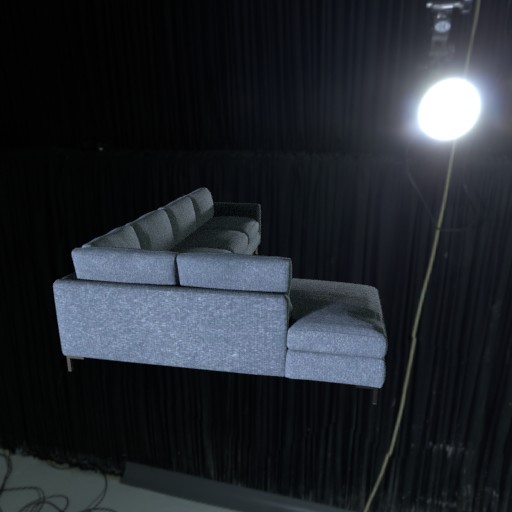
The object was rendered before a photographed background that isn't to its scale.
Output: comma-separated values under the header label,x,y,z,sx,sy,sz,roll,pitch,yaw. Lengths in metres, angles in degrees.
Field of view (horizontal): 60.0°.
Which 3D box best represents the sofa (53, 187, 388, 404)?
label,x,y,z,sx,sy,sz,roll,pitch,yaw
sofa,0.000,0.000,3.935,2.007,0.815,2.949,3,17,10
